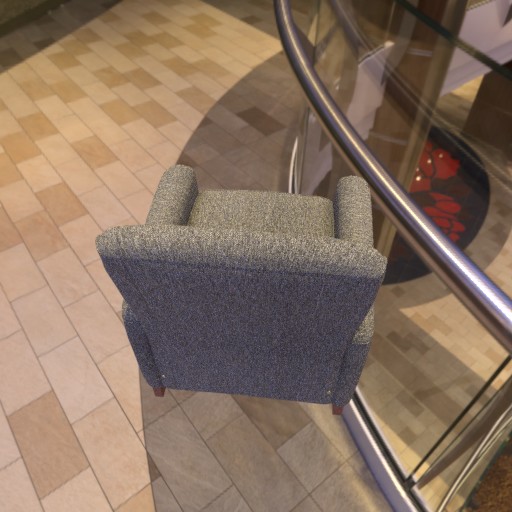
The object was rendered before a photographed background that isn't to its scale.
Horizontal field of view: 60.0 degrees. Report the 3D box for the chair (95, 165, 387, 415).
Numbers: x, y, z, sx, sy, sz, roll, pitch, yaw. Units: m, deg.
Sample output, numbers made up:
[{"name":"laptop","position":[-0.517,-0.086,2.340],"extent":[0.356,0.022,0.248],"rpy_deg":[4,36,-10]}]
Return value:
[{"name":"chair","position":[0.000,0.000,1.626],"extent":[0.848,1.014,0.864],"rpy_deg":[4,47,4]}]
